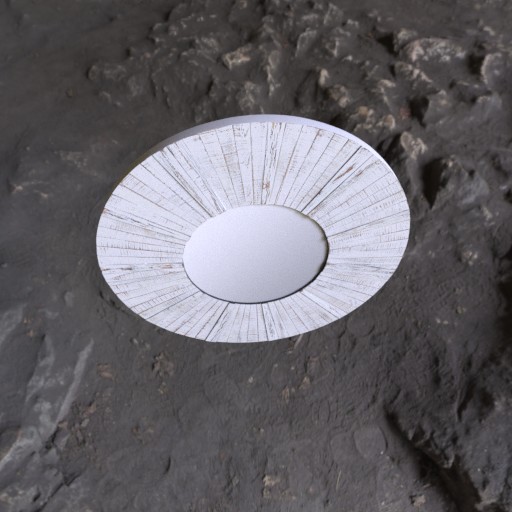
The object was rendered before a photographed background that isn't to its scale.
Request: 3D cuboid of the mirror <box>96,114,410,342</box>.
[{"bbox_3d":[0.000,0.000,1.338,0.914,0.914,0.038,-4,47,-4],"label":"mirror"}]
